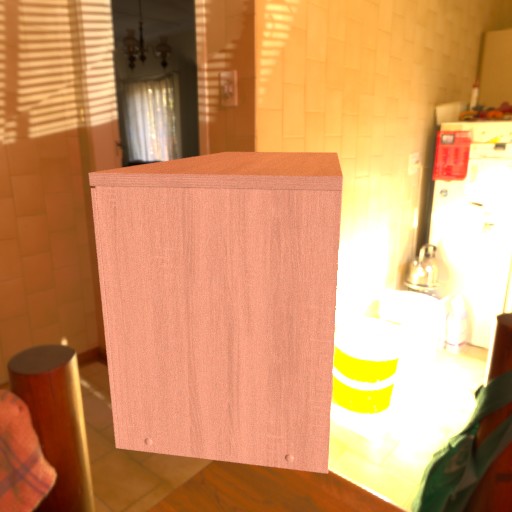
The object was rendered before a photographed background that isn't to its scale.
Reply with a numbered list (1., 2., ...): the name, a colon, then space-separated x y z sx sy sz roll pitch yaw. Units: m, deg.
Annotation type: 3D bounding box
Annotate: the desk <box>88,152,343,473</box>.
1. desk: 0.000 0.000 1.725 0.600 0.740 1.390 3 15 9
